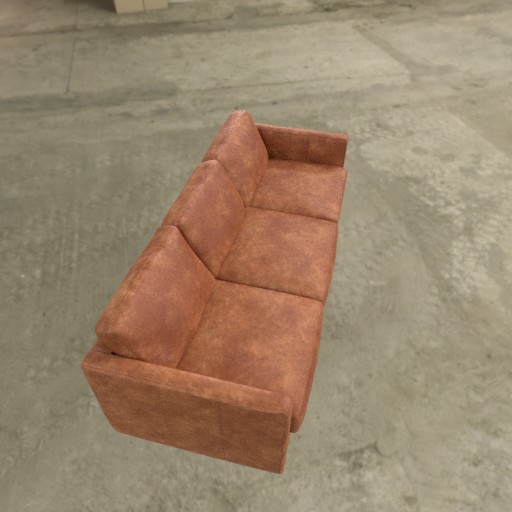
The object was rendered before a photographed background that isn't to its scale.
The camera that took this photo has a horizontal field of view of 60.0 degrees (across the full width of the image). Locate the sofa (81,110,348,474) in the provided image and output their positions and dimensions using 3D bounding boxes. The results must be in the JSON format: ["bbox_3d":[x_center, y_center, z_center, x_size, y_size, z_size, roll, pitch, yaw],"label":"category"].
[{"bbox_3d":[0.000,0.000,2.983,1.045,1.006,2.464,10,45,10],"label":"sofa"}]
